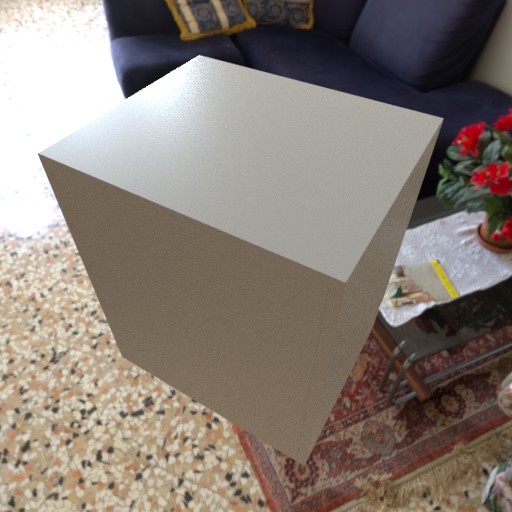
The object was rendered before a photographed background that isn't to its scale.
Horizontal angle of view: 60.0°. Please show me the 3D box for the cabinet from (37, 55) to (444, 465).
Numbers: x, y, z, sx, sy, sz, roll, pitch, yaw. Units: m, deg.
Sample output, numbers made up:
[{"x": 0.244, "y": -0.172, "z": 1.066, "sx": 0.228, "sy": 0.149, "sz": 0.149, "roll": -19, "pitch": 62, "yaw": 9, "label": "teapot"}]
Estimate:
[{"x": 0.000, "y": 0.000, "z": 0.741, "sx": 0.400, "sy": 0.470, "sz": 0.360, "roll": 23, "pitch": 51, "yaw": 21, "label": "cabinet"}]
